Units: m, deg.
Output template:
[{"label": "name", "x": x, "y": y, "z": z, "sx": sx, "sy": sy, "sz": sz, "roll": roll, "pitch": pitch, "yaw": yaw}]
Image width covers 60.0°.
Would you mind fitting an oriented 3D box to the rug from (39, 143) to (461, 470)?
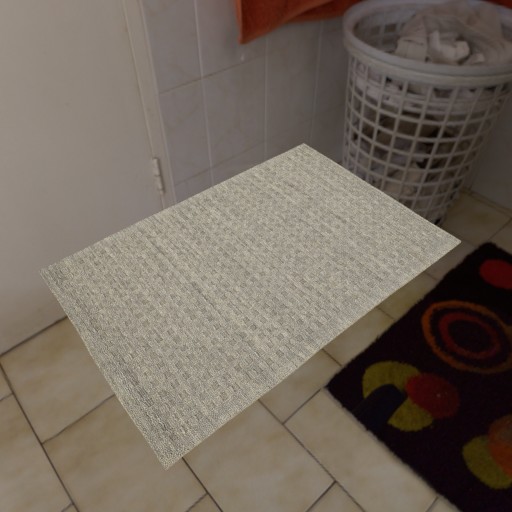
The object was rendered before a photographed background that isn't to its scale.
[{"label": "rug", "x": 0.000, "y": 0.000, "z": 2.876, "sx": 2.297, "sy": 0.018, "sz": 1.532, "roll": -31, "pitch": 54, "yaw": -26}]
